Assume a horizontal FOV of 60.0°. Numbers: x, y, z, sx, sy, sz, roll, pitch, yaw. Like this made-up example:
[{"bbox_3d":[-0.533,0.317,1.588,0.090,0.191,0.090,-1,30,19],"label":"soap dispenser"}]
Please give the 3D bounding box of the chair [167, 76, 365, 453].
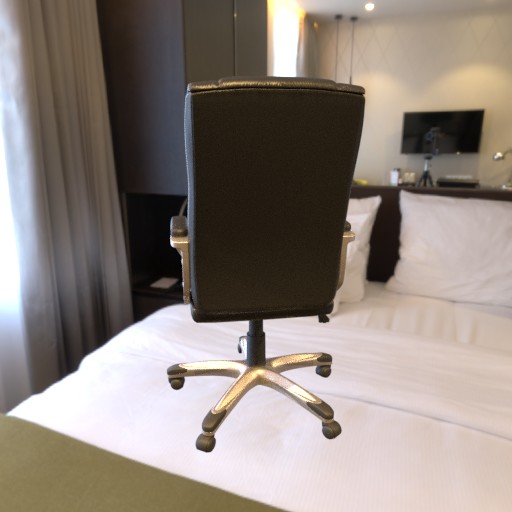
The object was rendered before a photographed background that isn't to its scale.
[{"bbox_3d":[0.000,0.000,1.627,0.700,1.145,0.780,-2,15,-9],"label":"chair"}]
